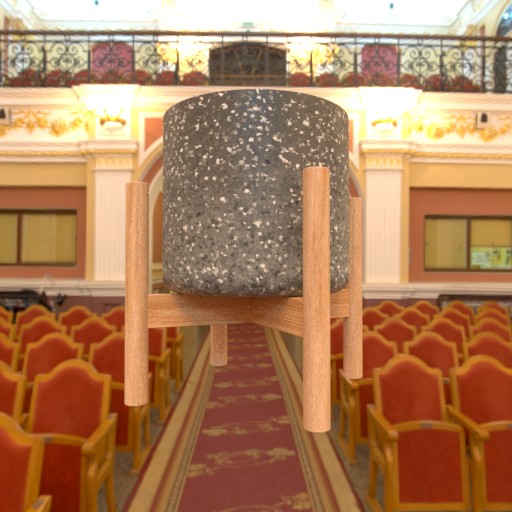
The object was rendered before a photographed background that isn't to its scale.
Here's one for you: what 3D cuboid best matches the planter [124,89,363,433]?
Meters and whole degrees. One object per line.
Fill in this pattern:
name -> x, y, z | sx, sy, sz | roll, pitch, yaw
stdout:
planter -> 0.000, 0.000, 0.538 | 0.284, 0.320, 0.284 | 0, -1, -1
